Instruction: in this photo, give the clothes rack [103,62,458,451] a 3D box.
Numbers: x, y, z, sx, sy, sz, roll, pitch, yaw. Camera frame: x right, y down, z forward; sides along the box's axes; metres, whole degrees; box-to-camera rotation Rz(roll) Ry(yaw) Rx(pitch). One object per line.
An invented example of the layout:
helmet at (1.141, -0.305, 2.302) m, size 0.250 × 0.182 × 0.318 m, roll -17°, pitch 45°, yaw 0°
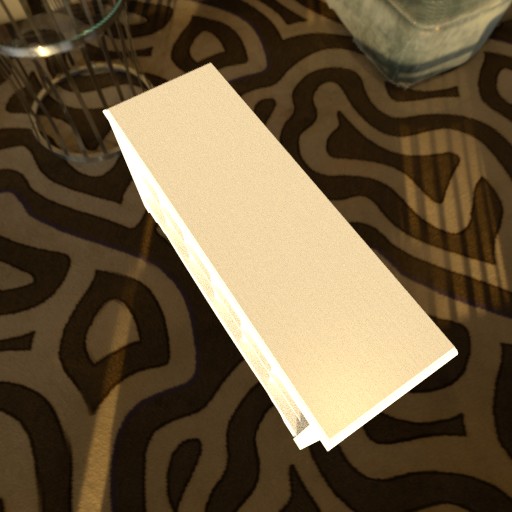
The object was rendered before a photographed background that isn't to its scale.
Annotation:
clothes rack at (0.000, 0.000, 1.514) m, size 0.405 × 0.558 × 1.218 m, roll -30°, pitch 68°, yaw -14°
